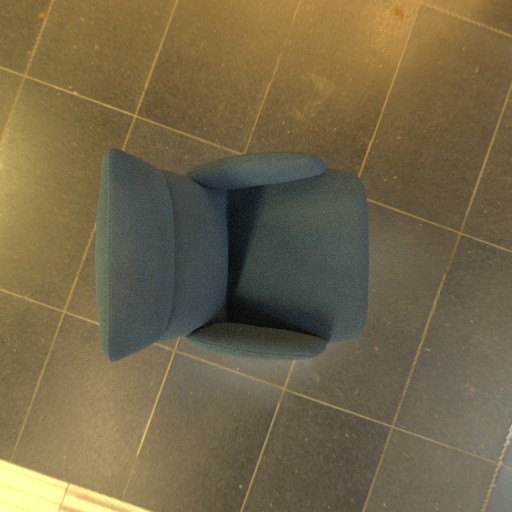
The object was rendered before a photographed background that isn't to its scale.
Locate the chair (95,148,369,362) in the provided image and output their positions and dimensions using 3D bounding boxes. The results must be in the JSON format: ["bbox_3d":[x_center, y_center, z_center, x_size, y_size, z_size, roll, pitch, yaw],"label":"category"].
[{"bbox_3d":[0.000,0.000,1.614,0.889,1.016,0.711,0,90,-1],"label":"chair"}]
